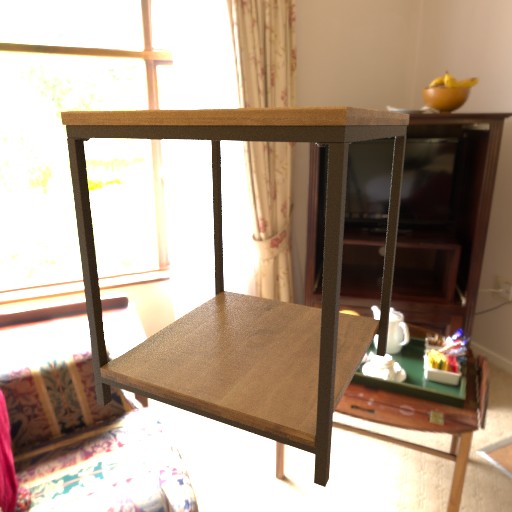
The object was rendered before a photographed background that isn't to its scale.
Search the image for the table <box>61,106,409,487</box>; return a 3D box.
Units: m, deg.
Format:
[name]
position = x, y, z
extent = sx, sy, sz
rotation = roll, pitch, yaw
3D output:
[table]
position = 0.000, 0.000, 0.959
extent = 0.507, 0.589, 0.503
rotation = 8, 18, 26
